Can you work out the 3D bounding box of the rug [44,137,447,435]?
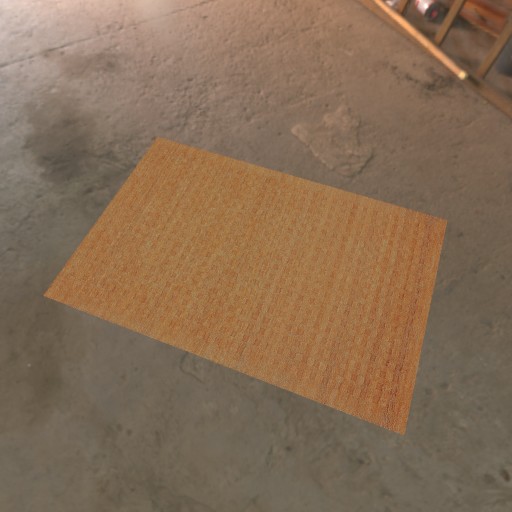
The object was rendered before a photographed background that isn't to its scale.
[{"bbox_3d":[0.000,0.000,2.957,2.285,0.006,1.524,18,60,11],"label":"rug"}]
